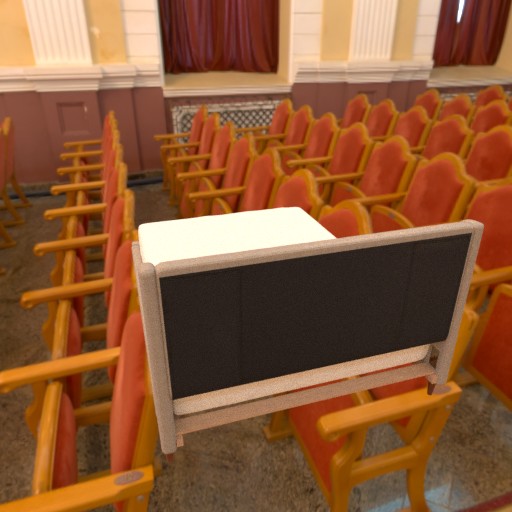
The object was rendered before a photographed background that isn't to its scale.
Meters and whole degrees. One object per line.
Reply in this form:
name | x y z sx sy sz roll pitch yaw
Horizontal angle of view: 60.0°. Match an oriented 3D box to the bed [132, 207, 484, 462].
bed | 0.000 0.000 3.132 1.656 1.147 2.232 -8 27 -16
